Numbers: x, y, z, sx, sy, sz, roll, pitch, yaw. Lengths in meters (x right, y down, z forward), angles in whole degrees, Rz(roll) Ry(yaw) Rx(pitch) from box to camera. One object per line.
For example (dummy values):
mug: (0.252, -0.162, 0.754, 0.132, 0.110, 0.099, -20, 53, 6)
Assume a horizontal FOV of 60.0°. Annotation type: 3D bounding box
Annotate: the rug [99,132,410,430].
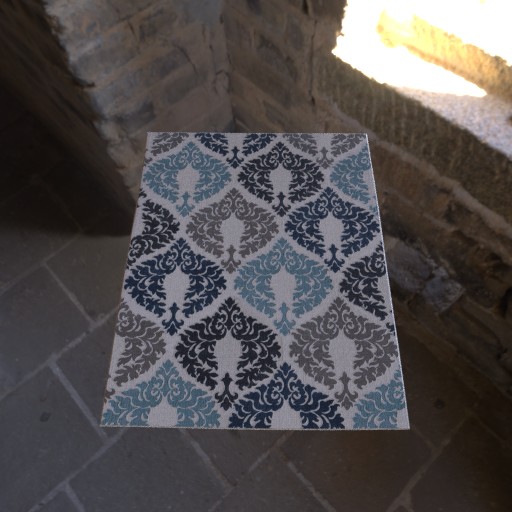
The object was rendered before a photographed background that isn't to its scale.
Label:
rug: (0.000, 0.000, 4.147, 2.423, 0.014, 3.040, 0, 62, 0)
